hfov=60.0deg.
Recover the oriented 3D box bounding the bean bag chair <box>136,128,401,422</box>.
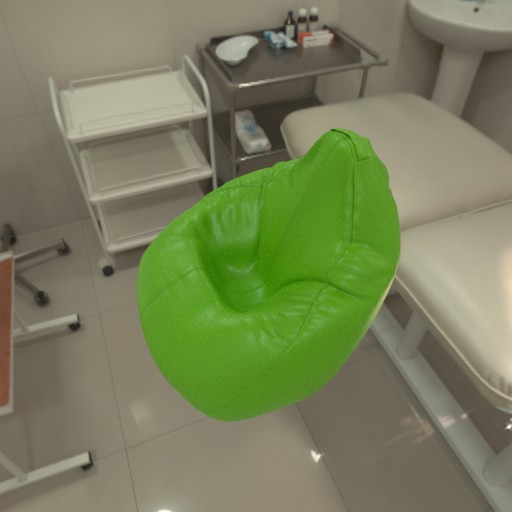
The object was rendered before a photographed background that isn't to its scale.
[{"bbox_3d":[0.000,0.000,1.884,1.070,0.990,1.070,-16,49,-15],"label":"bean bag chair"}]
